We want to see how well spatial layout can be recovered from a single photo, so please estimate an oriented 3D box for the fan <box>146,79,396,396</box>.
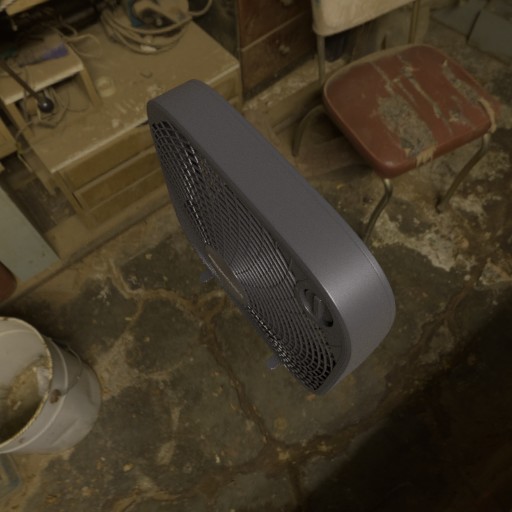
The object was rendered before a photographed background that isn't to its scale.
[{"bbox_3d":[0.000,0.000,0.826,0.142,0.533,0.526,-34,68,-16],"label":"fan"}]
